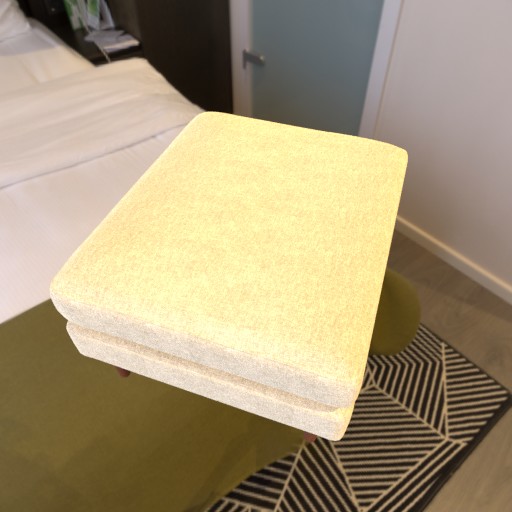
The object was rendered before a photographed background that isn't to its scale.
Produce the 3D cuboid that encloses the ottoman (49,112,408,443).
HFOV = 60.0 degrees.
[{"bbox_3d":[0.000,0.000,1.260,0.693,0.474,0.821,14,48,13],"label":"ottoman"}]
